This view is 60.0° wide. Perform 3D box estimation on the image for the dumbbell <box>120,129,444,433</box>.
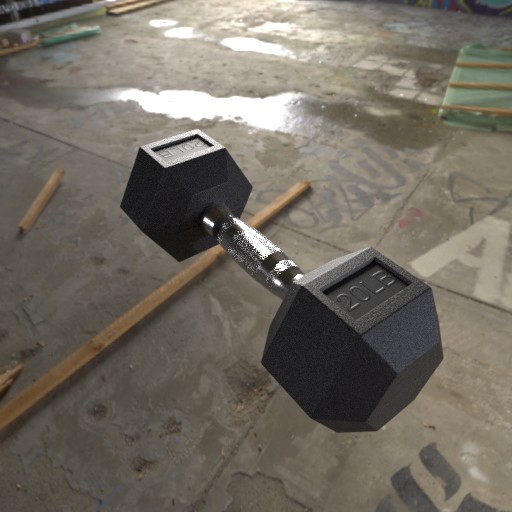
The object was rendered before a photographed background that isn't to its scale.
[{"bbox_3d":[0.000,0.000,0.351,0.116,0.101,0.297,-26,47,-27],"label":"dumbbell"}]
